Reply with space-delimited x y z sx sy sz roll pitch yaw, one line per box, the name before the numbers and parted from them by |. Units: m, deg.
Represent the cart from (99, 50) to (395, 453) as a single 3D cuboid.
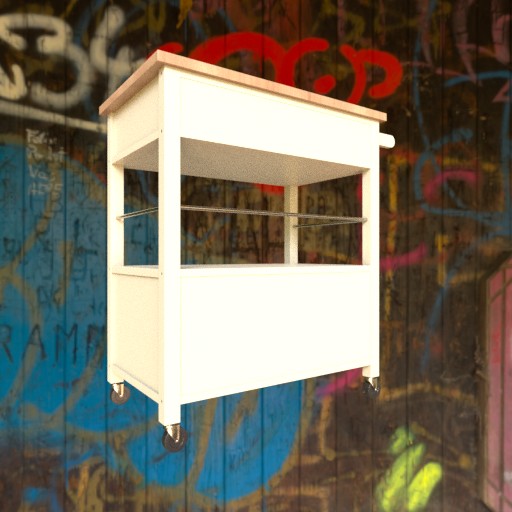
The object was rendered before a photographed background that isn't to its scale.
cart | 0.000 0.000 1.394 0.840 0.901 0.459 0 0 -35
